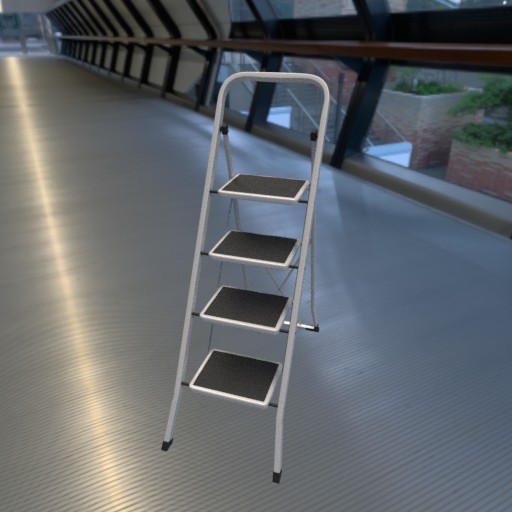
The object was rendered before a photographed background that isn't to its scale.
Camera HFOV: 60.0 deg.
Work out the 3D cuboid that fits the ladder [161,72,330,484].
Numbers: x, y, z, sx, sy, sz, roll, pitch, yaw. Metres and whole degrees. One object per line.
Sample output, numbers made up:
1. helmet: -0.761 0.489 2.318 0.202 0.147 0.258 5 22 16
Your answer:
1. ladder: 0.000 0.000 1.699 0.460 1.265 0.914 8 29 16
